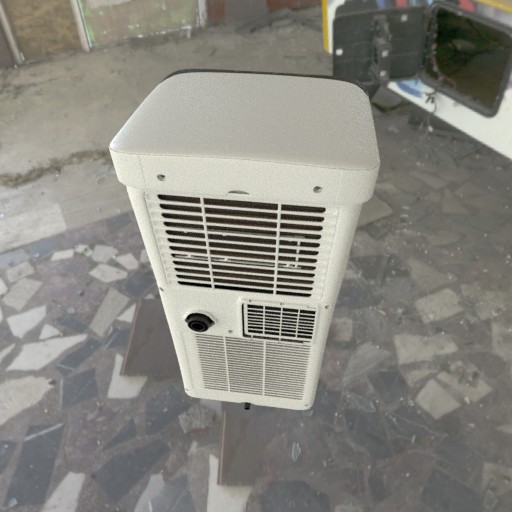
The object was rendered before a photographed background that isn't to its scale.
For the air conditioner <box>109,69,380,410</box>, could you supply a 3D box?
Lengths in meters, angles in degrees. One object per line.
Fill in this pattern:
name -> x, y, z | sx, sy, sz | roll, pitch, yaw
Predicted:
air conditioner -> 0.000, 0.000, 0.919 | 0.352, 0.716, 0.369 | 5, 46, 5
